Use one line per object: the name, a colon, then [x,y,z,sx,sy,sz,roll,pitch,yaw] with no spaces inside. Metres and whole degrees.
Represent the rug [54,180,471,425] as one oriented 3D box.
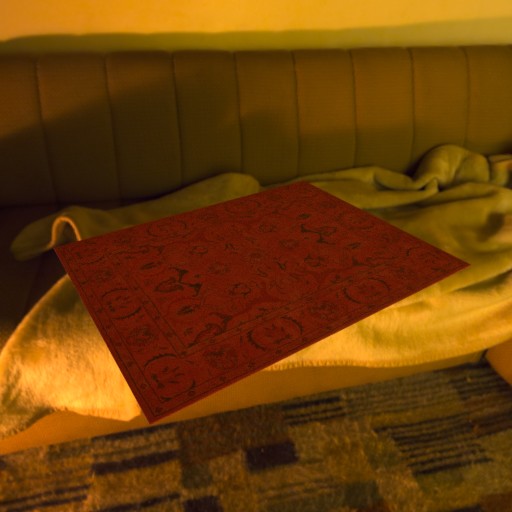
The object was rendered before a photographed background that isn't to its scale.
rug: [0.000,0.000,3.938,2.929,0.012,2.300,-19,37,-28]
